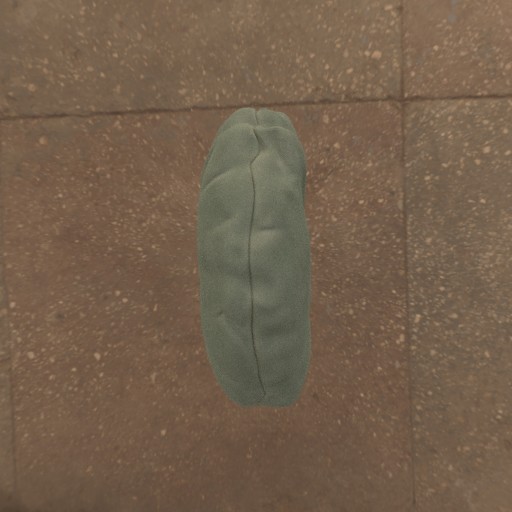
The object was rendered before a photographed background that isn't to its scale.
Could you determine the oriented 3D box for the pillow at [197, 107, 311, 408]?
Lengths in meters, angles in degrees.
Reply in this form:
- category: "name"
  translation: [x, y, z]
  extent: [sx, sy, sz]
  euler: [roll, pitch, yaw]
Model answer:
- category: "pillow"
  translation: [0.000, 0.000, 0.648]
  extent: [0.148, 0.407, 0.428]
  euler: [0, 91, 0]
